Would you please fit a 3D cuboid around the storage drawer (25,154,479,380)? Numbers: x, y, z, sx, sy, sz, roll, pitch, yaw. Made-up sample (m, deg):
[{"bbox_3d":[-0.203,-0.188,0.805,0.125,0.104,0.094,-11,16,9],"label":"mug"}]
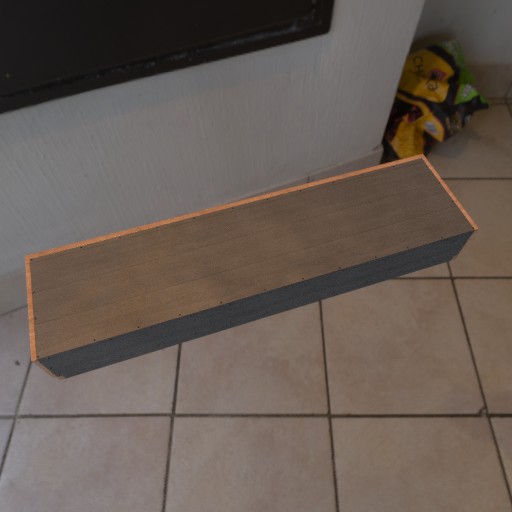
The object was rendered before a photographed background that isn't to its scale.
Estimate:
[{"bbox_3d":[0.000,0.000,2.157,2.032,0.264,0.538,-16,59,-10],"label":"storage drawer"}]
